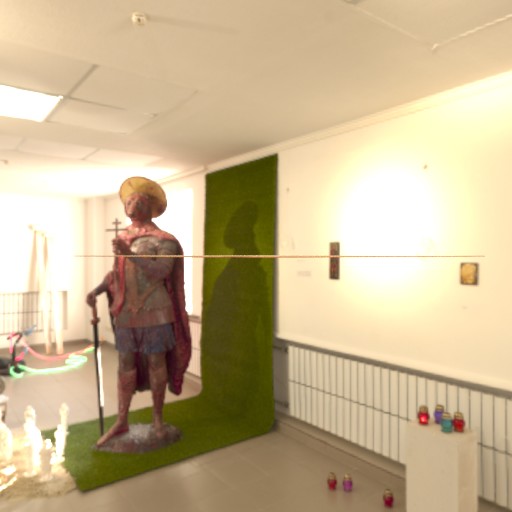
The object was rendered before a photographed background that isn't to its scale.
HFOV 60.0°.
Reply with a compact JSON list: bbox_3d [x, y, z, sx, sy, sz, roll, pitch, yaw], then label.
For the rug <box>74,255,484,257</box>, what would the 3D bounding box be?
[{"bbox_3d":[0.000,0.000,4.113,2.436,0.011,3.045,0,0,-37],"label":"rug"}]
